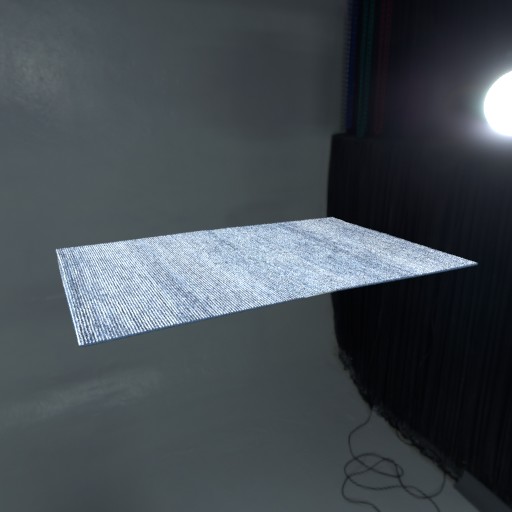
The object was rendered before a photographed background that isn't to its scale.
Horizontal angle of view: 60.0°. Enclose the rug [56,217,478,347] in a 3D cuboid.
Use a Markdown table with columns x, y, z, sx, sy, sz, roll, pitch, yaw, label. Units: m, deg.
| x | y | z | sx | sy | sz | roll | pitch | yaw | label |
| --- | --- | --- | --- | --- | --- | --- | --- | --- | --- |
| 0.000 | 0.000 | 2.226 | 1.793 | 0.025 | 1.159 | -8 | 19 | -25 | rug |
